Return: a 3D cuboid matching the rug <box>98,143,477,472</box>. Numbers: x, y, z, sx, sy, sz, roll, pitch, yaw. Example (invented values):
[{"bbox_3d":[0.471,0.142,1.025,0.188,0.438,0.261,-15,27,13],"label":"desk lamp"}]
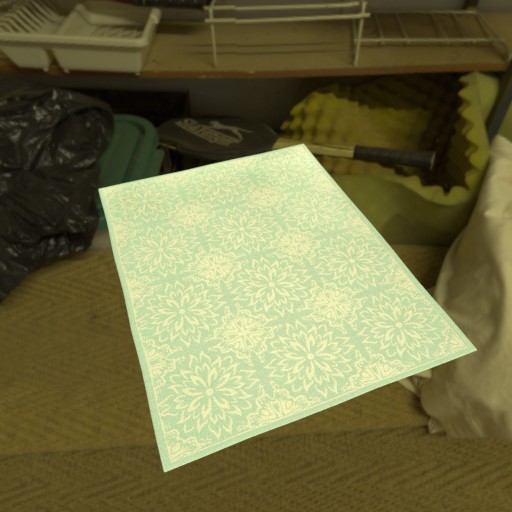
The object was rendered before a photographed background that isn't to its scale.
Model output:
[{"bbox_3d":[0.000,0.000,3.949,2.363,0.012,2.980,-16,49,-14],"label":"rug"}]
